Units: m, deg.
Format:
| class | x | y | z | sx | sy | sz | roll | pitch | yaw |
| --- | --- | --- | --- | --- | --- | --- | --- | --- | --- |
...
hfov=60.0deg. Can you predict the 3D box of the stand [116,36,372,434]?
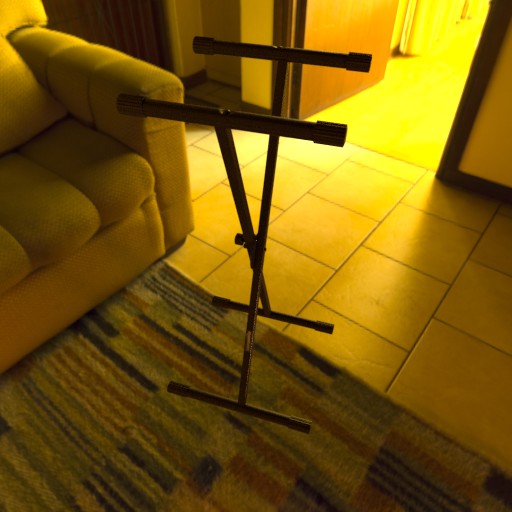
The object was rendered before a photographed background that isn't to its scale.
| class | x | y | z | sx | sy | sz | roll | pitch | yaw |
| --- | --- | --- | --- | --- | --- | --- | --- | --- | --- |
| stand | 0.000 | 0.000 | 1.155 | 0.449 | 0.940 | 0.409 | 12 | 44 | 13 |
